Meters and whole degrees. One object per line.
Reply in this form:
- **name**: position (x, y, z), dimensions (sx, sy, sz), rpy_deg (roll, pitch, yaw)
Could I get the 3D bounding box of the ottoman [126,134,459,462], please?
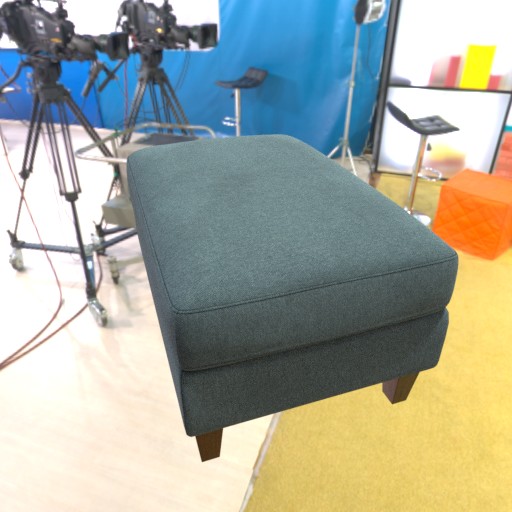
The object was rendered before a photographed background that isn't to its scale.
- **ottoman**: position (0.000, 0.000, 1.196), dimensions (0.584, 0.483, 0.864), rpy_deg (-10, 32, -16)
